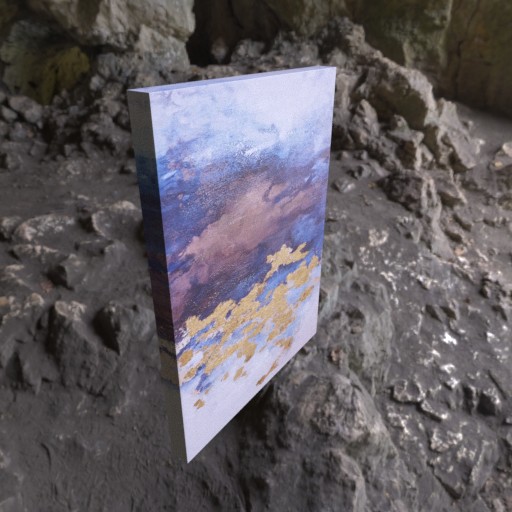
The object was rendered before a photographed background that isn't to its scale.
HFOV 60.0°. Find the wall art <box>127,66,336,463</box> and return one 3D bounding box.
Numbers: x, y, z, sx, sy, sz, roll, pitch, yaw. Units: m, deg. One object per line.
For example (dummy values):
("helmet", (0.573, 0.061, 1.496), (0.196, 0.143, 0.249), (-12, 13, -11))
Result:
("wall art", (0.000, 0.000, 0.767), (0.036, 0.581, 0.437), (18, 32, 31))
